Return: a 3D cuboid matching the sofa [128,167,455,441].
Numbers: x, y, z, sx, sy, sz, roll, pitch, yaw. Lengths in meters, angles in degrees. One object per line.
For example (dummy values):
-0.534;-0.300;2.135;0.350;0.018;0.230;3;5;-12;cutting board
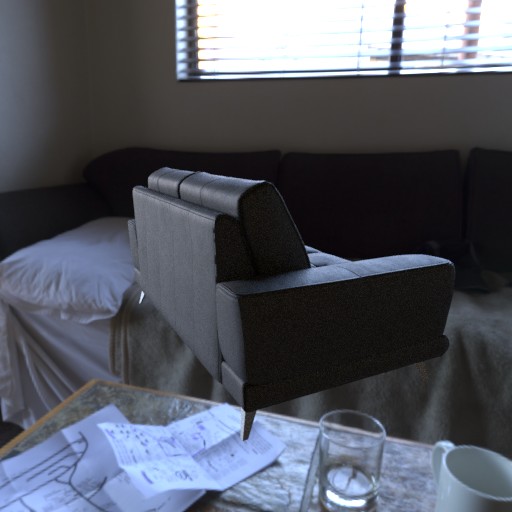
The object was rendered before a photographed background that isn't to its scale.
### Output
0.000;0.000;2.394;1.018;0.907;1.806;-7;15;-26;sofa
